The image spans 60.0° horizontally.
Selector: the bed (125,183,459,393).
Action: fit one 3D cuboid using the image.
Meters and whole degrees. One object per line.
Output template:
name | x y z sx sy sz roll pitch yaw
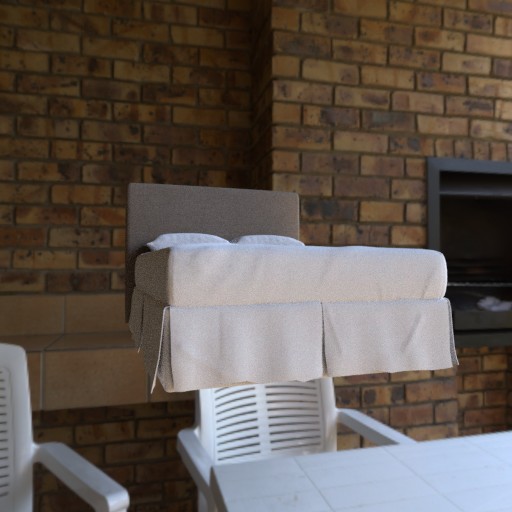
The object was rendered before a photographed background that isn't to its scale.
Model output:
bed | 0.000 0.000 3.212 1.723 1.330 2.142 0 -1 -19
